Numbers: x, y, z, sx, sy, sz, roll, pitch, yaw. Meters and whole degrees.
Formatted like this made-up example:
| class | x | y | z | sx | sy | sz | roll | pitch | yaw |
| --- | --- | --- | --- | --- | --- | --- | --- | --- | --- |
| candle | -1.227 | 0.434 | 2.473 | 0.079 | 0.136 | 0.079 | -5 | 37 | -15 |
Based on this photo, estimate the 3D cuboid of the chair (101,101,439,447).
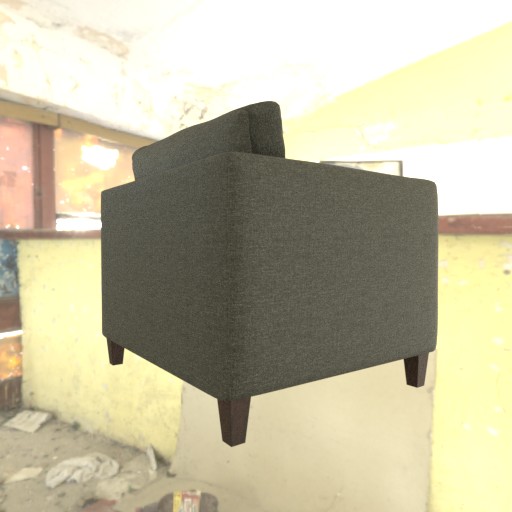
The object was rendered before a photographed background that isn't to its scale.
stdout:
| class | x | y | z | sx | sy | sz | roll | pitch | yaw |
| --- | --- | --- | --- | --- | --- | --- | --- | --- | --- |
| chair | 0.000 | 0.000 | 1.801 | 0.959 | 0.963 | 1.107 | -1 | 2 | -36 |
